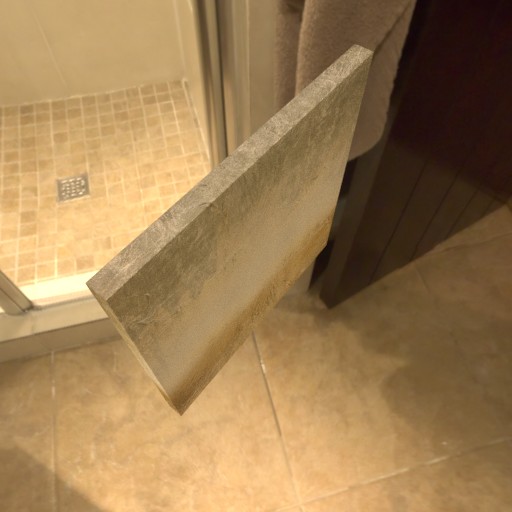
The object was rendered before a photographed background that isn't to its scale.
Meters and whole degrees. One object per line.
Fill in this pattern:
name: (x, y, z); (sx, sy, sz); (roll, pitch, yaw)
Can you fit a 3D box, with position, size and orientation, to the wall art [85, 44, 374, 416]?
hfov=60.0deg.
wall art: (0.000, 0.000, 0.907); (0.038, 0.610, 0.610); (34, 64, 19)
